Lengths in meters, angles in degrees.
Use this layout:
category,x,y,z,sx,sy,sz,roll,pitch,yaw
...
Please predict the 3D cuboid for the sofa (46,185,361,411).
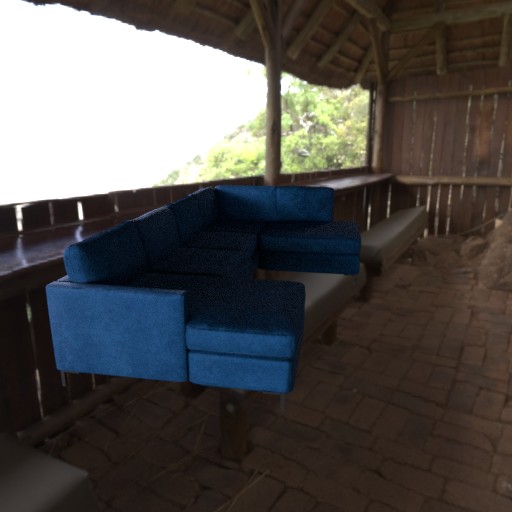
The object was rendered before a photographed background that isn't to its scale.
category,x,y,z,sx,sy,sz,roll,pitch,yaw
sofa,0.000,0.000,4.246,2.055,0.992,3.434,3,16,10
